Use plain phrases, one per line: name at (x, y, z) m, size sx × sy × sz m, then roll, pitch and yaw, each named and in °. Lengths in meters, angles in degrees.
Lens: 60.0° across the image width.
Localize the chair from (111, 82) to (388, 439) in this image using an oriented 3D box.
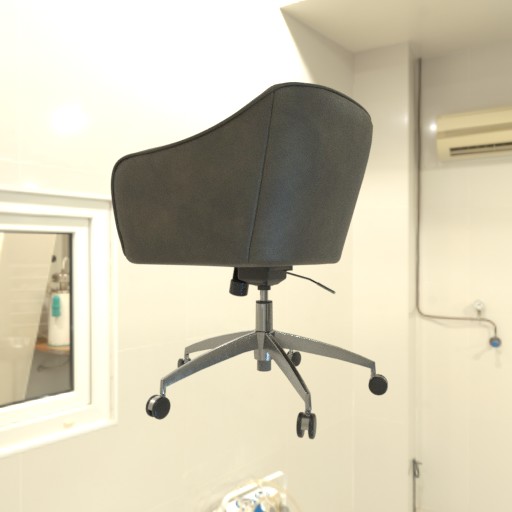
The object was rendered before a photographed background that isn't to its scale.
chair at (0.000, 0.000, 1.357) m, size 0.689 × 0.827 × 0.713 m, roll 0°, pitch 0°, yaw 36°
